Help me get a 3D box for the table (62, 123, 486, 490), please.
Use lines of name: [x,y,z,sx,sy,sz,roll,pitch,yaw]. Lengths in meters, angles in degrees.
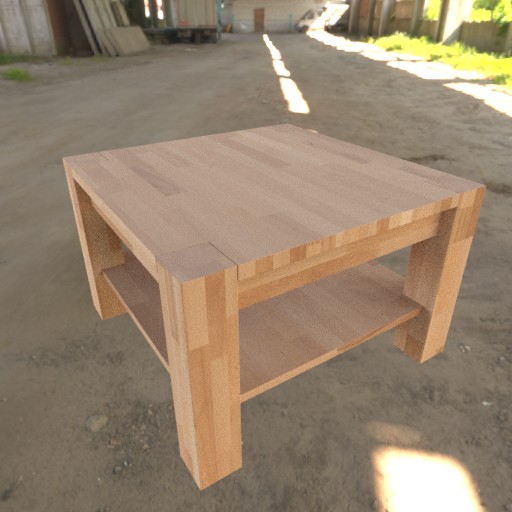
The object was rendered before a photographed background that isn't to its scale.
table: [0.000,0.000,1.128,0.700,0.451,0.700,-18,33,-29]
